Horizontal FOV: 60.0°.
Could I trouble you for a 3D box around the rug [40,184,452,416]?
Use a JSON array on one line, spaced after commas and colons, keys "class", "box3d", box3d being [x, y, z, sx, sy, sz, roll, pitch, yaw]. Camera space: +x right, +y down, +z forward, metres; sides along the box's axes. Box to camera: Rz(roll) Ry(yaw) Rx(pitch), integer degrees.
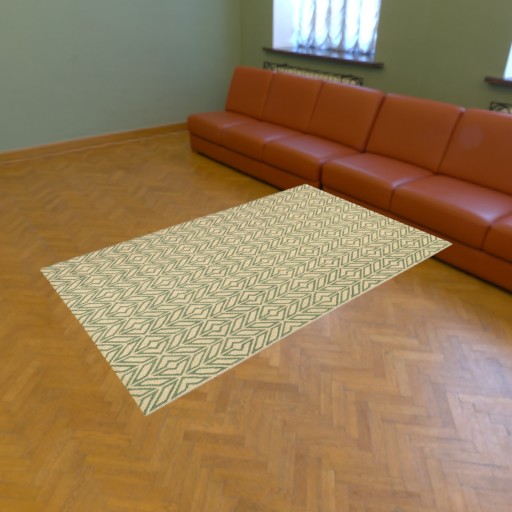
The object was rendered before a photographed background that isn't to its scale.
[{"class": "rug", "box3d": [0.000, 0.000, 3.062, 2.435, 0.011, 1.517, -22, 37, -33]}]
